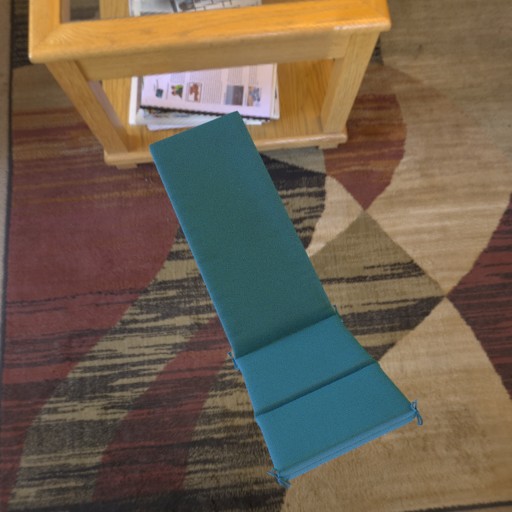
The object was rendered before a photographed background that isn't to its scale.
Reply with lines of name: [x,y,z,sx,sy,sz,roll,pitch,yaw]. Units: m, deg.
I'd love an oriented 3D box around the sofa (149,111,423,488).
sofa: [0.000,0.000,1.933,0.582,0.622,1.663,-23,78,-5]
